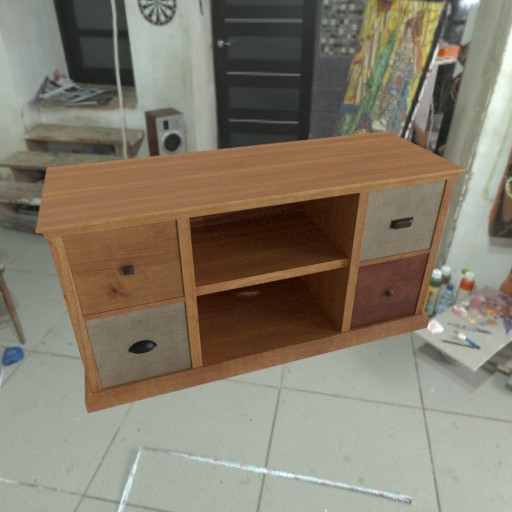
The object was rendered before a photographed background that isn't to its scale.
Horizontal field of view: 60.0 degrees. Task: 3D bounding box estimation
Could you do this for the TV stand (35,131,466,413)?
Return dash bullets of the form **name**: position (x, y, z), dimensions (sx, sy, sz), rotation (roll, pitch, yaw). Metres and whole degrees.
- **TV stand**: position (0.000, 0.000, 1.468), dimensions (1.181, 0.607, 0.417), rotation (-10, 33, -16)
